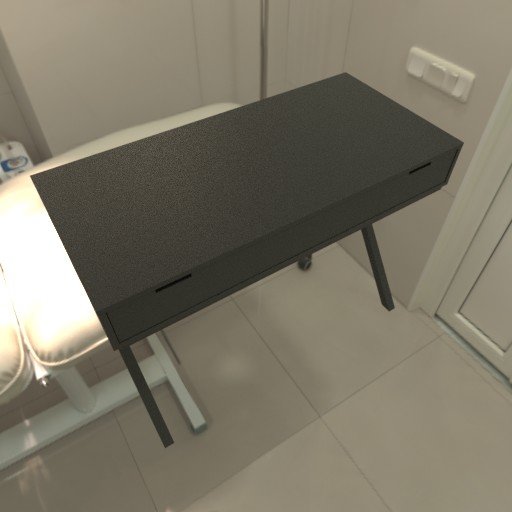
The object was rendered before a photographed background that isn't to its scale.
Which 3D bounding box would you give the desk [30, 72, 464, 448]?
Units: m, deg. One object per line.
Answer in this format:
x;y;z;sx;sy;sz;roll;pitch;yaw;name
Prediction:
0.000;0.000;1.477;1.057;0.780;0.504;-26;53;-21;desk
